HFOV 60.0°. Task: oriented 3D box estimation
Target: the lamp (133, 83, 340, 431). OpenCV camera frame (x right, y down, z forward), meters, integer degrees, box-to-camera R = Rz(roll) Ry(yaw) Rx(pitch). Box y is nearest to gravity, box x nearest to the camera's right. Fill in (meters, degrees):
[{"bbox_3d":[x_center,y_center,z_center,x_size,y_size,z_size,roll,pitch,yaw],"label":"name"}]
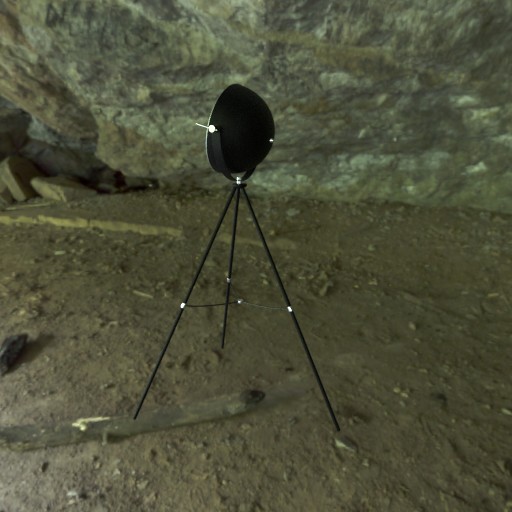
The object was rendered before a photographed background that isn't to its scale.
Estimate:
[{"bbox_3d":[0.000,0.000,2.074,0.920,1.512,0.817,7,17,23],"label":"lamp"}]
